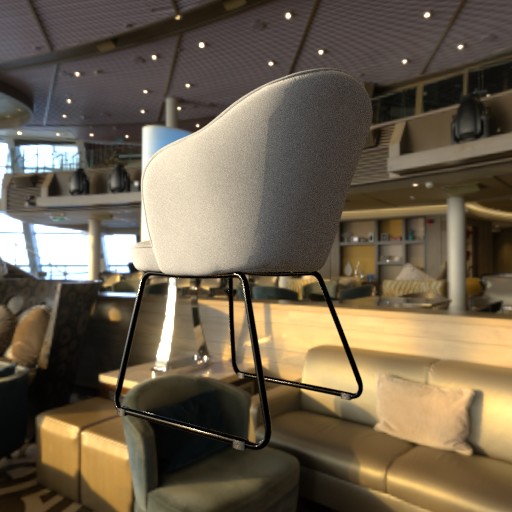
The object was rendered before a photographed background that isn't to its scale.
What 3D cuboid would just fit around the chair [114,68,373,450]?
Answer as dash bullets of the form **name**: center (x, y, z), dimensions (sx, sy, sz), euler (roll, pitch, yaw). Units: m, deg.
- **chair**: center (0.000, 0.000, 1.189), dimensions (0.592, 0.817, 0.570), euler (-1, -2, 37)
